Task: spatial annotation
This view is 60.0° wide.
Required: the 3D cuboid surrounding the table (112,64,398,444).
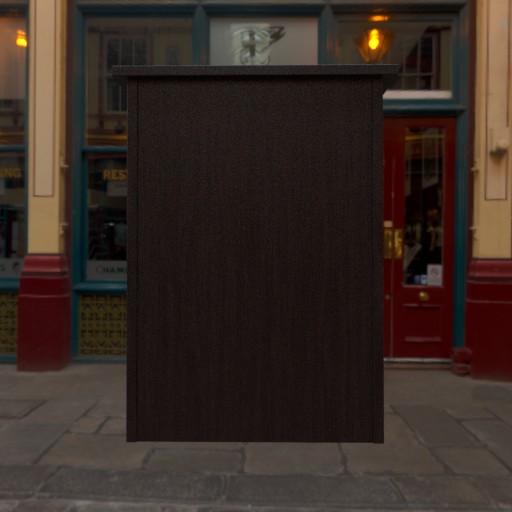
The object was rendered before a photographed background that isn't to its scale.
[{"bbox_3d":[0.000,0.000,0.928,0.480,0.635,0.381,0,-1,1],"label":"table"}]
